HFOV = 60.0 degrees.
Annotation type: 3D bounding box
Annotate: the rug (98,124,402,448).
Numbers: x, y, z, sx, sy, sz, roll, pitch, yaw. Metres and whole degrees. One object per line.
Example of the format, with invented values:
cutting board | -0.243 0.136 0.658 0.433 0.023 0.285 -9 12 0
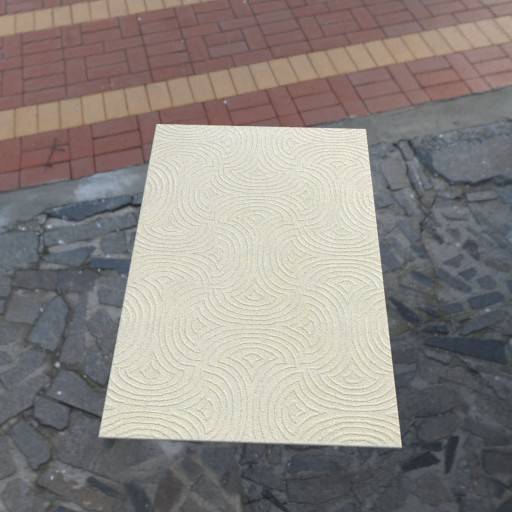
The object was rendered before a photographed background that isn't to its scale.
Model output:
rug | 0.000 0.000 2.728 1.526 0.015 2.132 2 62 1
